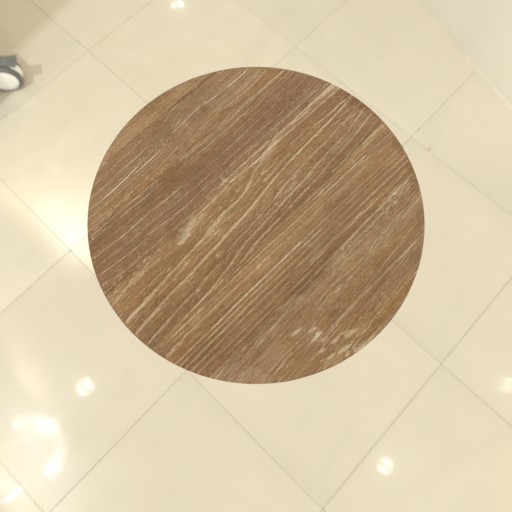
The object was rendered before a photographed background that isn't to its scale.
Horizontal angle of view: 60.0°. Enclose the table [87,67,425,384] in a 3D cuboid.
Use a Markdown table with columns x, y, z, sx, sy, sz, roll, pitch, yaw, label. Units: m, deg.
| x | y | z | sx | sy | sz | roll | pitch | yaw | label |
| --- | --- | --- | --- | --- | --- | --- | --- | --- | --- |
| 0.000 | 0.000 | 0.960 | 0.527 | 0.551 | 0.527 | 0 | 74 | 0 | table |
